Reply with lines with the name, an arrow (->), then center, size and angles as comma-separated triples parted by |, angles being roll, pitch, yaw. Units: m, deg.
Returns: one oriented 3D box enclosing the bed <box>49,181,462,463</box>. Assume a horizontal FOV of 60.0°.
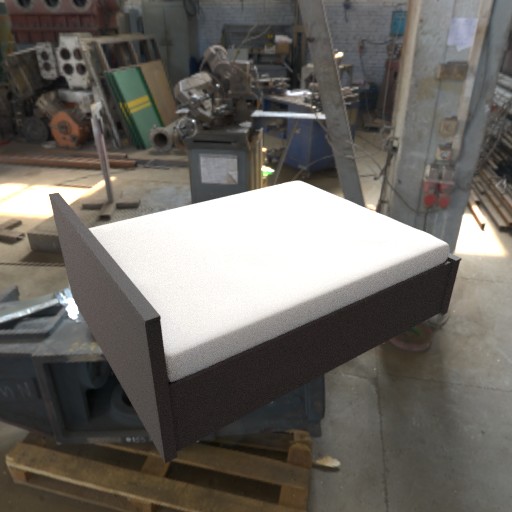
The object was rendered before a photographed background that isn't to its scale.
bed -> 0.000, 0.000, 2.952 | 2.103, 0.808, 1.634 | -18, 33, -30
